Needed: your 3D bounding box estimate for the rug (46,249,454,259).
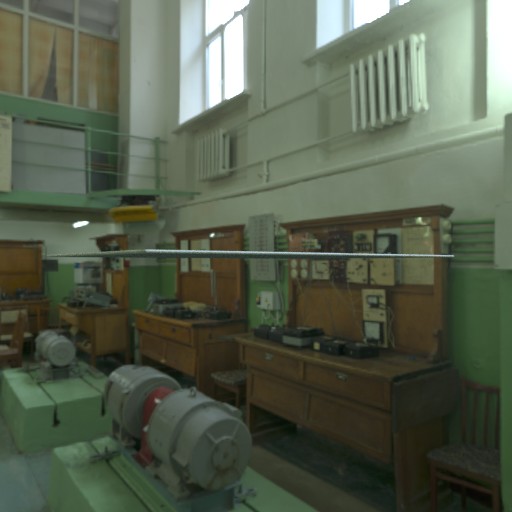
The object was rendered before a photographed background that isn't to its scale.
[{"bbox_3d":[0.000,0.000,2.934,2.244,0.017,1.532,1,-1,-38],"label":"rug"}]
